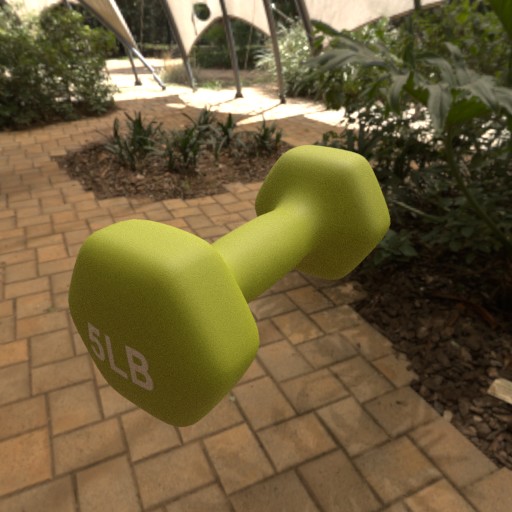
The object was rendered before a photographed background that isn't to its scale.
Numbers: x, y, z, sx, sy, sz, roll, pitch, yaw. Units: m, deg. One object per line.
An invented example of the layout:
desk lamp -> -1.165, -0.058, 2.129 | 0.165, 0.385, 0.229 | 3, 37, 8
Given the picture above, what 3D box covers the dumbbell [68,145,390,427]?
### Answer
dumbbell -> 0.000, 0.000, 0.208 | 0.080, 0.072, 0.164 | 19, 34, 31
